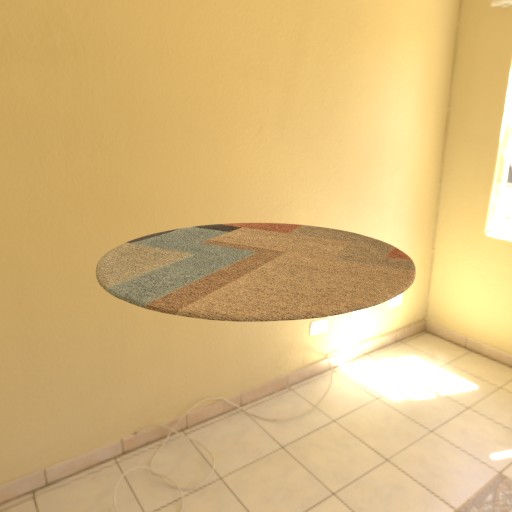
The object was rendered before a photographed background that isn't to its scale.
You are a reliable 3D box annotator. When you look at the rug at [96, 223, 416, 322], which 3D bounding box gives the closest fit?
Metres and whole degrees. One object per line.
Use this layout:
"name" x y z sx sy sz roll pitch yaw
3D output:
"rug" 0.000 0.000 3.587 2.461 0.033 2.461 0 16 0
